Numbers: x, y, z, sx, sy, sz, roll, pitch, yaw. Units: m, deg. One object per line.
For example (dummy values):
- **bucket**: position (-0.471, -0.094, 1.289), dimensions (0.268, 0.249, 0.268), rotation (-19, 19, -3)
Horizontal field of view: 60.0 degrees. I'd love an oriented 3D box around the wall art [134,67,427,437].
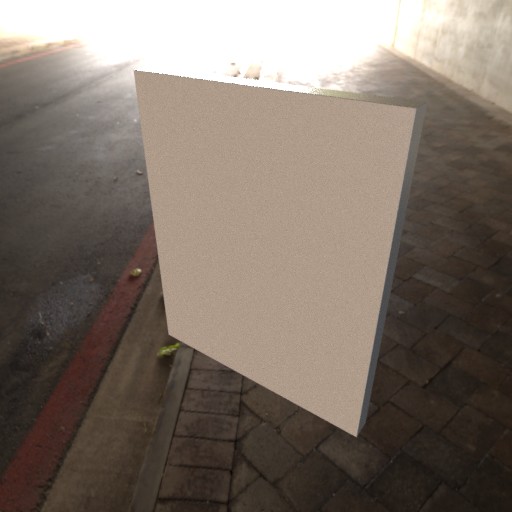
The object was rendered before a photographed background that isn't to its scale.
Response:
- **wall art**: position (0.000, 0.000, 0.745), dimensions (0.452, 0.549, 0.038), rotation (20, 37, 30)
